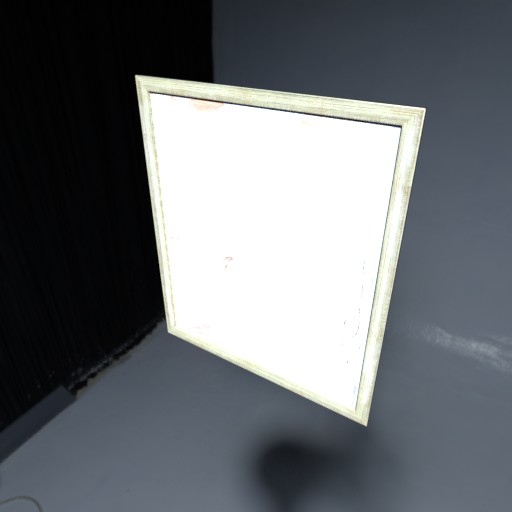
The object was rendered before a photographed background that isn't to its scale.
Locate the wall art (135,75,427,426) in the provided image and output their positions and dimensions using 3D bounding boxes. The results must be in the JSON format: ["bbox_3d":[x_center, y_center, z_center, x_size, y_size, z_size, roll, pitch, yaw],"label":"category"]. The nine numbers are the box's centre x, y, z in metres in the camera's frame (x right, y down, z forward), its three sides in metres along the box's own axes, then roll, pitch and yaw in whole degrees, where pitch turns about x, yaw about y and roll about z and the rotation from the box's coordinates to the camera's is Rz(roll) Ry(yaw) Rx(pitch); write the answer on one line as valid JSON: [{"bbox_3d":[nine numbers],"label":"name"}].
[{"bbox_3d":[0.000,0.000,0.780,0.483,0.559,0.009,18,35,28],"label":"wall art"}]
